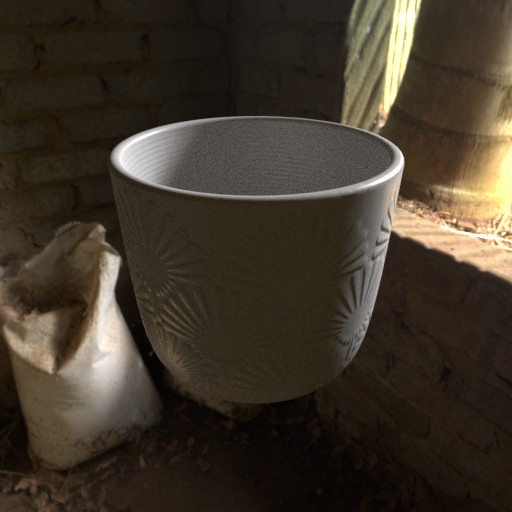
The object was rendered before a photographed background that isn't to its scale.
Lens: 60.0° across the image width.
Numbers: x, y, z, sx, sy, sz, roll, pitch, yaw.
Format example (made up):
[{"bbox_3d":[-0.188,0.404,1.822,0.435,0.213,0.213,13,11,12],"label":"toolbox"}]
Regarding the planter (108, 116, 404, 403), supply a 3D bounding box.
[{"bbox_3d":[0.000,0.000,0.218,0.124,0.109,0.124,0,29,0],"label":"planter"}]
